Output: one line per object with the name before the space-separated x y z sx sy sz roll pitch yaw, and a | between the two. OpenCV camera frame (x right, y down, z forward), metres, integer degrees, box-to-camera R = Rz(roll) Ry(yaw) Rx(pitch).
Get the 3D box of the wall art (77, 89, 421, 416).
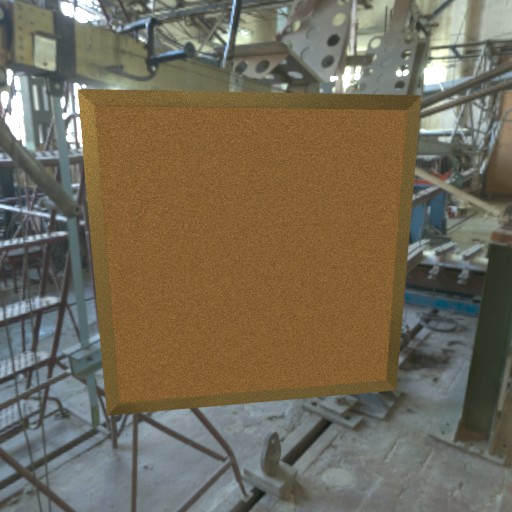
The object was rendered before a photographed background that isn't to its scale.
wall art | 0.000 0.000 0.443 0.304 0.305 0.038 -2 14 -9
